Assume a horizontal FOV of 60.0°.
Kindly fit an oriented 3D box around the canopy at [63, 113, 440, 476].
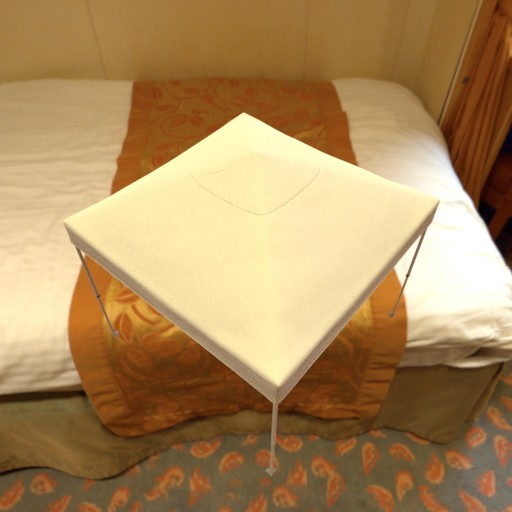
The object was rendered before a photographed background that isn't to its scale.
[{"bbox_3d":[0.000,0.000,5.452,2.996,2.997,2.998,32,55,26],"label":"canopy"}]
